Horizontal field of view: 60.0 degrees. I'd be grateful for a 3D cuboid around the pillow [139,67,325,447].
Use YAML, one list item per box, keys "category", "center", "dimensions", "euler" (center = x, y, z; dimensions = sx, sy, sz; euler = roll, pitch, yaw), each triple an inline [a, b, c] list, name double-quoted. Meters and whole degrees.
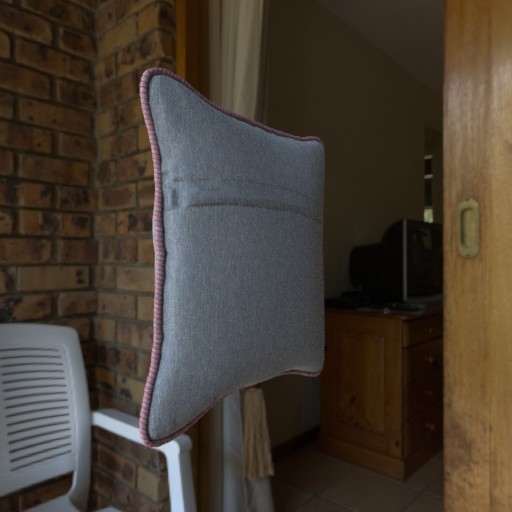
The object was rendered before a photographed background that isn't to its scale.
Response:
- category: "pillow"
  center: [0.000, 0.000, 0.744]
  dimensions: [0.124, 0.491, 0.482]
  euler: [0, 0, 36]
